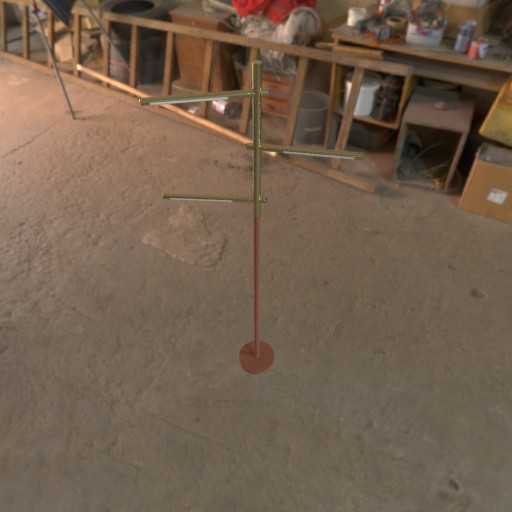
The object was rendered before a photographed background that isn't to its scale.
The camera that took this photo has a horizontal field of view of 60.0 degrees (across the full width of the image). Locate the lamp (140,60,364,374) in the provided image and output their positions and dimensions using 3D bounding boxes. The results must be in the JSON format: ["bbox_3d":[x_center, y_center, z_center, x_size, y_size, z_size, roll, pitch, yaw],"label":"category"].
[{"bbox_3d":[0.000,0.000,1.972,0.737,1.704,0.209,-3,46,-3],"label":"lamp"}]
